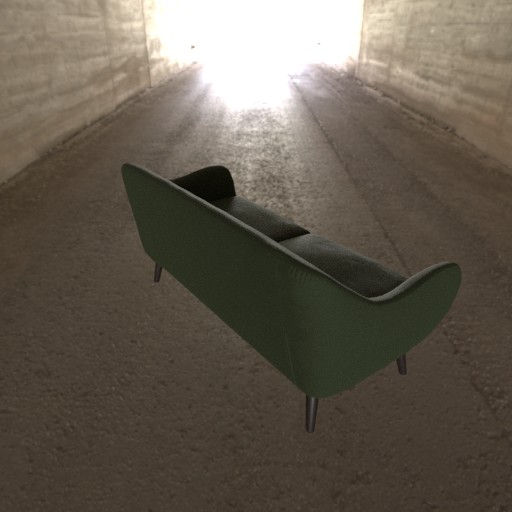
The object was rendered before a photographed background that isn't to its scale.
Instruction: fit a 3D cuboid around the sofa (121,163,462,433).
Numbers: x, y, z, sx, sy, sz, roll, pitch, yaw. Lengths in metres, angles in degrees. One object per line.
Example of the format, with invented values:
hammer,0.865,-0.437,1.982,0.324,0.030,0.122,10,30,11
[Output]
sofa,0.000,0.000,2.332,0.820,0.836,1.840,-18,32,-31
